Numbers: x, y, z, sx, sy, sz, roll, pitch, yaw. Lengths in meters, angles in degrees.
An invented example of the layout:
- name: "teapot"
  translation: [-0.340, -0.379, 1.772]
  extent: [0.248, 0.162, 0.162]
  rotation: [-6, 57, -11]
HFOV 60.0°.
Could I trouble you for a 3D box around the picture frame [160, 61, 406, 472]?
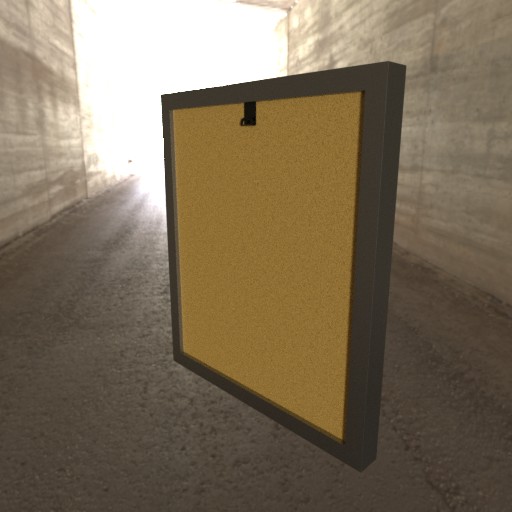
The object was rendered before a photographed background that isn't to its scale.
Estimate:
- name: "picture frame"
  translation: [0.000, 0.000, 1.320]
  extent: [0.073, 0.968, 0.839]
  rotation: [-13, 19, -42]
